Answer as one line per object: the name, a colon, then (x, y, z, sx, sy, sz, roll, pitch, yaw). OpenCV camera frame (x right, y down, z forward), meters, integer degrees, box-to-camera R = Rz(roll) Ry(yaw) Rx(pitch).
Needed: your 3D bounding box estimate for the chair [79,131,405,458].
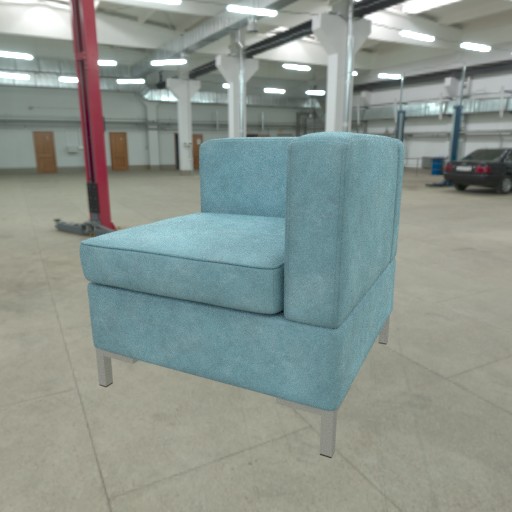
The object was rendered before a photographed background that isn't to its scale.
chair: (0.000, 0.000, 1.250, 0.691, 0.660, 0.684, 7, 16, 26)
